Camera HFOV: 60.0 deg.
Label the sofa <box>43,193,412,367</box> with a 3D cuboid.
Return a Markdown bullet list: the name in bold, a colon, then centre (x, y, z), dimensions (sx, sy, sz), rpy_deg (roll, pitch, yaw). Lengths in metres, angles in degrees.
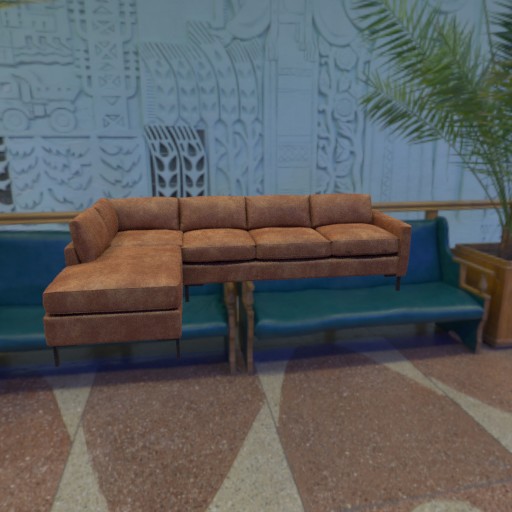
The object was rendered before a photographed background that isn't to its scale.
- **sofa**: centre (0.000, 0.000, 3.864), dimensions (2.984, 0.877, 1.938), rpy_deg (-2, 16, -8)
